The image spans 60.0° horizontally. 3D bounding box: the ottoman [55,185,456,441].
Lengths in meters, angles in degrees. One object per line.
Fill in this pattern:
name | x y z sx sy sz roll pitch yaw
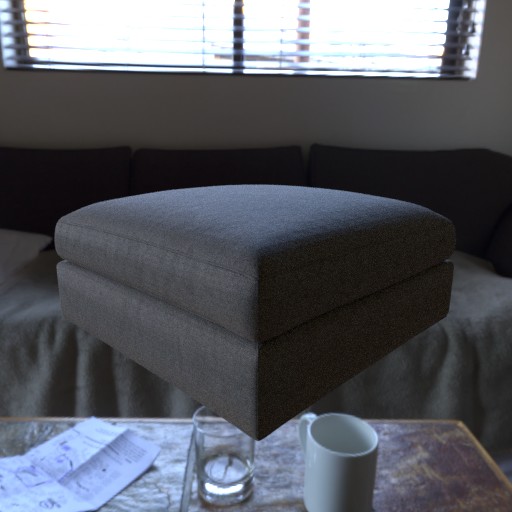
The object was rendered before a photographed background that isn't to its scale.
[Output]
ottoman | 0.000 0.000 1.585 1.041 0.470 1.041 14 20 43
